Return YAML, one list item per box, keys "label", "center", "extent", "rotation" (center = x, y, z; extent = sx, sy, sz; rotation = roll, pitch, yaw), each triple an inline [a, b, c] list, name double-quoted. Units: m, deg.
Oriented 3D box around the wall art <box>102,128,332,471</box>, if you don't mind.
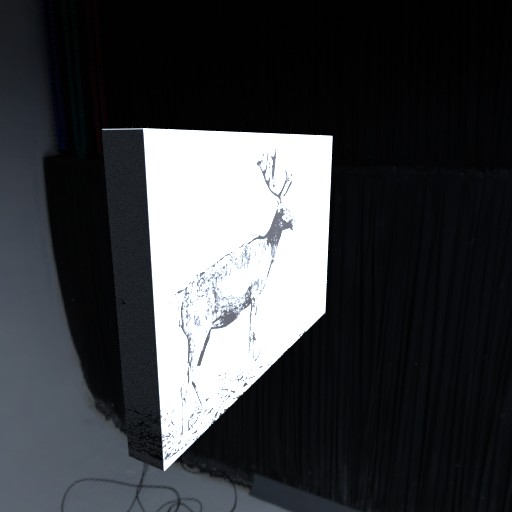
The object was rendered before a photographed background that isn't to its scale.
- label: "wall art"
  center: [0.000, 0.000, 0.488]
  extent: [0.038, 0.259, 0.381]
  rotation: [7, 16, 27]
